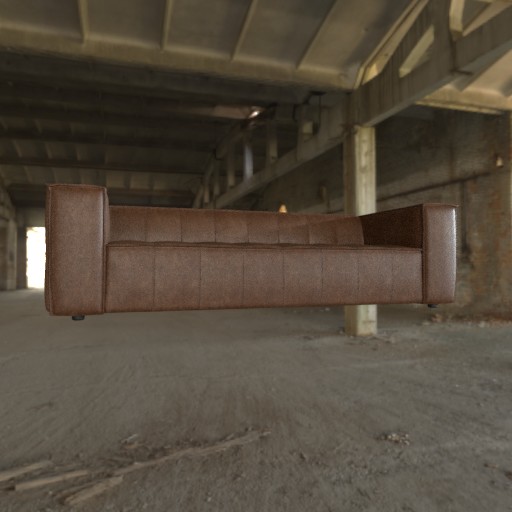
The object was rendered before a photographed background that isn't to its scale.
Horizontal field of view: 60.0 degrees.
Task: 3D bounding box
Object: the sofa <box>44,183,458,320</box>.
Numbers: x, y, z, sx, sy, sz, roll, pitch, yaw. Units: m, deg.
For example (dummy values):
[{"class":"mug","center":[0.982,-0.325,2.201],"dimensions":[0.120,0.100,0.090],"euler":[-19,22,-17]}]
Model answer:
[{"class":"sofa","center":[0.000,0.000,3.075],"dimensions":[2.581,0.701,1.102],"euler":[0,-1,-18]}]
